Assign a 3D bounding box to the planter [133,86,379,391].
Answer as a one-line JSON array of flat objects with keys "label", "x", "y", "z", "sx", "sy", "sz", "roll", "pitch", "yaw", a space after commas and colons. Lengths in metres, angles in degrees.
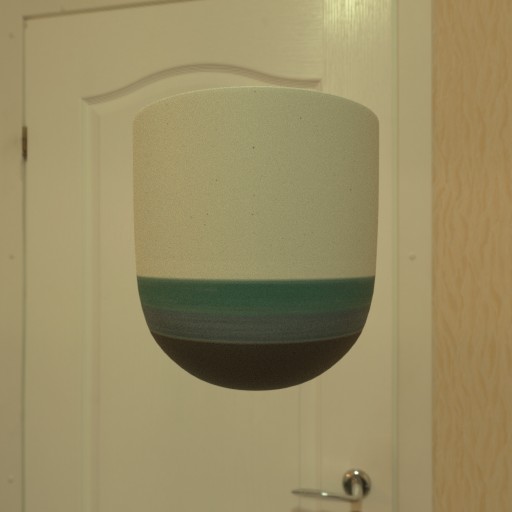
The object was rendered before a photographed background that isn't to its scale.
[{"label": "planter", "x": 0.000, "y": 0.000, "z": 0.380, "sx": 0.204, "sy": 0.214, "sz": 0.204, "roll": 0, "pitch": 0, "yaw": 0}]
